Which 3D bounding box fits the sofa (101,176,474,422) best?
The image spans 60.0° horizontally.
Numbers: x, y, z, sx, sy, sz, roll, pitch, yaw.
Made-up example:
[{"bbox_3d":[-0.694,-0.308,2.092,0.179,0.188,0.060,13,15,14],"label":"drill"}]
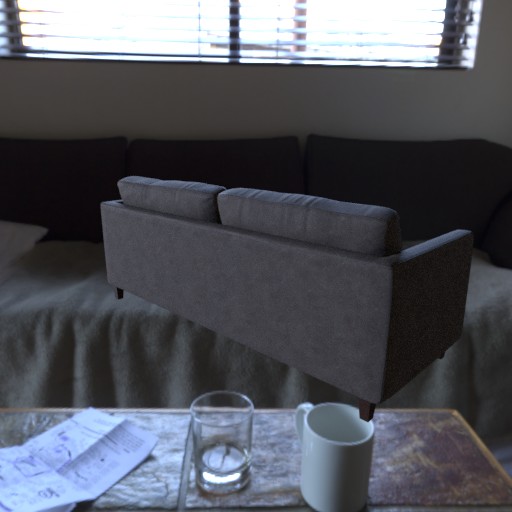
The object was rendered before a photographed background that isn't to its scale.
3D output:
[{"bbox_3d":[0.000,0.000,2.940,2.434,0.965,0.951,14,21,42],"label":"sofa"}]
